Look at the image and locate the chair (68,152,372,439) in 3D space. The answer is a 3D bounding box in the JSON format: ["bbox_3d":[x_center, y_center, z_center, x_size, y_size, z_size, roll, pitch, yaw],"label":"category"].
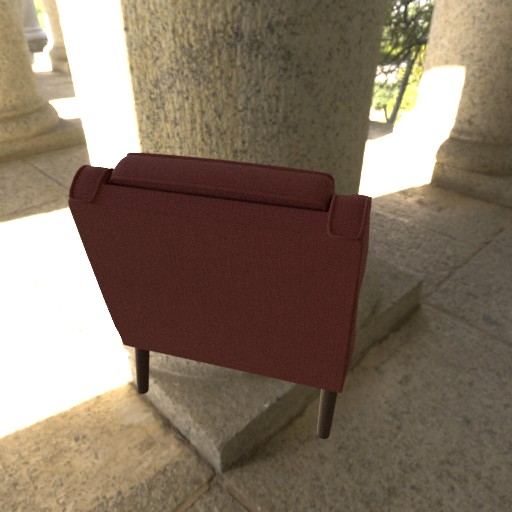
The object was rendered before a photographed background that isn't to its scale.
[{"bbox_3d":[0.000,0.000,1.407,0.680,0.812,0.770,9,33,14],"label":"chair"}]
